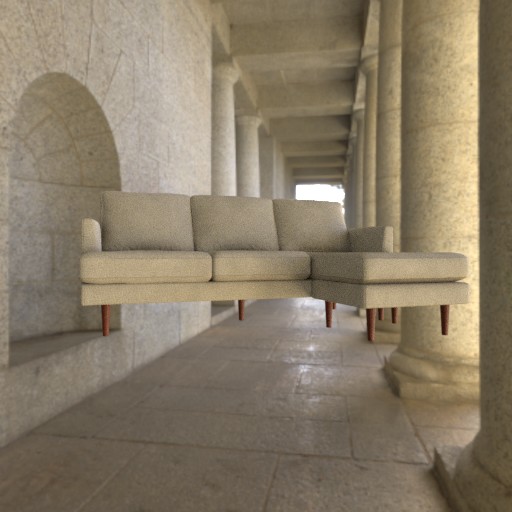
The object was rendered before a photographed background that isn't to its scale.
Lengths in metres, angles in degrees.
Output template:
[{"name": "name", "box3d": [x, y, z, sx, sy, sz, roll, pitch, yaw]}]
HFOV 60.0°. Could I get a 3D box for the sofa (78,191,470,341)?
[{"name": "sofa", "box3d": [0.000, 0.000, 3.000, 2.233, 0.956, 1.504, 0, 0, -20]}]
